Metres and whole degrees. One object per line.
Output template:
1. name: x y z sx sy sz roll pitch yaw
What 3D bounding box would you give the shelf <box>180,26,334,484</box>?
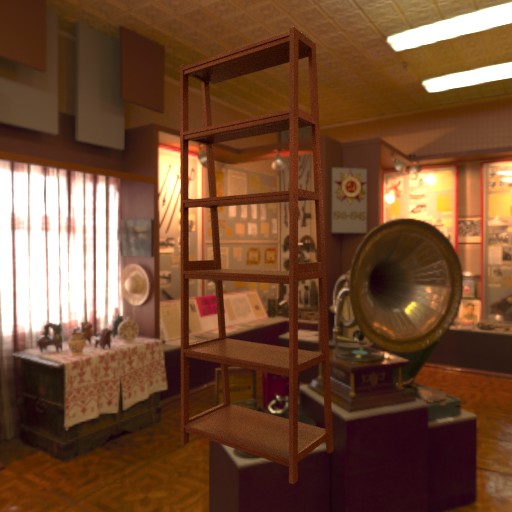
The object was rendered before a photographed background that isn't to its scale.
1. shelf: 0.000 0.000 2.177 0.660 1.892 0.382 1 1 36
